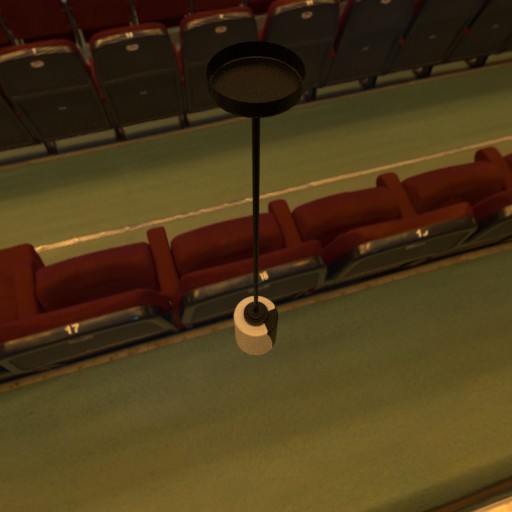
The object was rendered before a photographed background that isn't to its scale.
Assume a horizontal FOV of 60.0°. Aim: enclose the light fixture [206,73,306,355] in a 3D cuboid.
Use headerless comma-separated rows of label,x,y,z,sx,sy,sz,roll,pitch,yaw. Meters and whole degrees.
light fixture,0.000,0.000,0.916,0.123,0.863,0.123,-15,59,-10
